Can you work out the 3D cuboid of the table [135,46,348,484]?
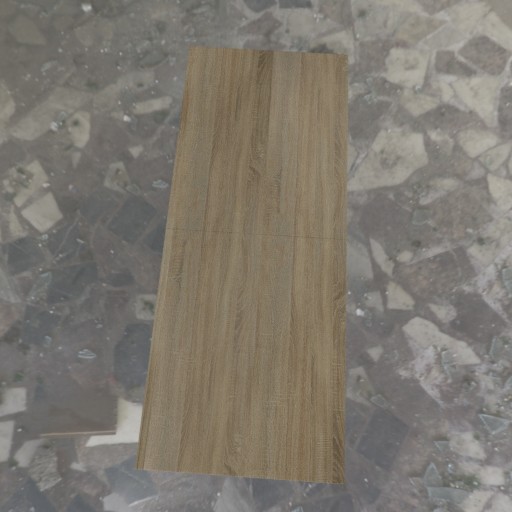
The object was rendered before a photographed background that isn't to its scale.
[{"bbox_3d":[0.000,0.000,2.581,0.900,0.790,2.200,4,74,1],"label":"table"}]
